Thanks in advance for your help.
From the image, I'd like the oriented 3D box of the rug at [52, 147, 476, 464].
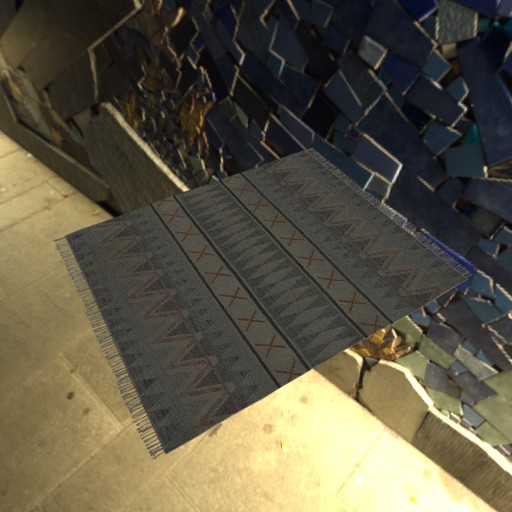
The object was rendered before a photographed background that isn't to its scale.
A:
[{"bbox_3d":[0.000,0.000,3.958,3.000,0.012,2.371,-24,50,-21],"label":"rug"}]
